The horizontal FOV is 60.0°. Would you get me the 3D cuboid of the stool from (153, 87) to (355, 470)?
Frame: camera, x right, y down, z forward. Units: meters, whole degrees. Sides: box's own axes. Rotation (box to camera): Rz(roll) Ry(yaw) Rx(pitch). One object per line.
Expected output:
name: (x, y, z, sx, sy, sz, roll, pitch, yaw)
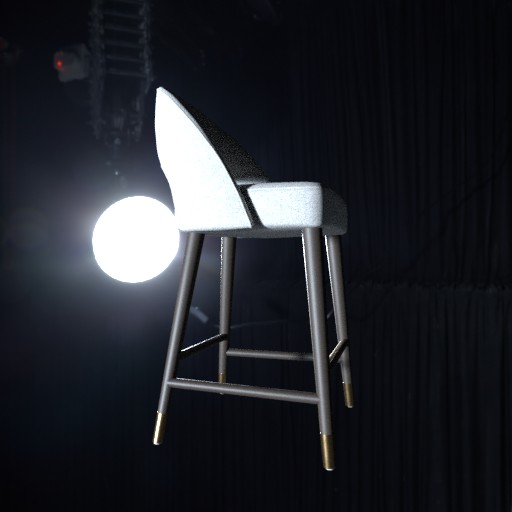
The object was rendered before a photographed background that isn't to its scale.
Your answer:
stool: (0.000, 0.000, 1.259, 0.509, 0.940, 0.494, 0, 0, 18)
